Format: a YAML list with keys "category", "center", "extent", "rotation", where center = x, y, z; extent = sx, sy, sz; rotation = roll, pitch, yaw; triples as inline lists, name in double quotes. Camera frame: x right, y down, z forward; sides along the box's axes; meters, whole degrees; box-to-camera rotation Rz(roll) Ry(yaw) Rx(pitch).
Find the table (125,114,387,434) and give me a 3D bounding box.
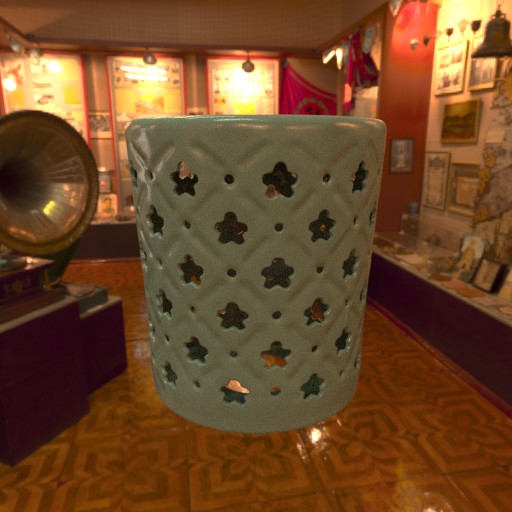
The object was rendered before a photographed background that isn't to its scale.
- category: "table"
  center: [0.000, 0.000, 0.659]
  extent: [0.352, 0.387, 0.352]
  rotation: [0, 14, 0]
